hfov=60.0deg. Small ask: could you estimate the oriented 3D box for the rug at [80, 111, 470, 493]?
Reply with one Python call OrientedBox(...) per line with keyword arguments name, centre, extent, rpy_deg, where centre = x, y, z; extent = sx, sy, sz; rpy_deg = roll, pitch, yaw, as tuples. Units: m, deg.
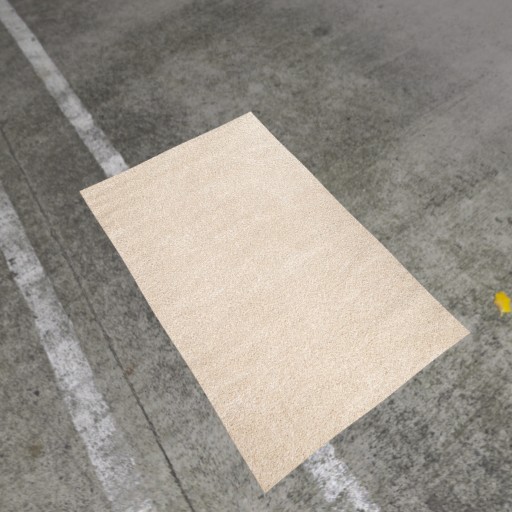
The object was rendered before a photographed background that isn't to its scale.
OrientedBox(name="rug", centre=(0.000, 0.000, 2.942), extent=(1.500, 0.025, 2.346), rpy_deg=(-30, 63, -17))
